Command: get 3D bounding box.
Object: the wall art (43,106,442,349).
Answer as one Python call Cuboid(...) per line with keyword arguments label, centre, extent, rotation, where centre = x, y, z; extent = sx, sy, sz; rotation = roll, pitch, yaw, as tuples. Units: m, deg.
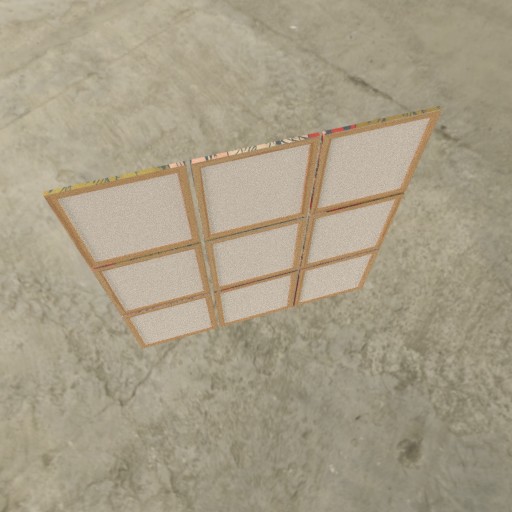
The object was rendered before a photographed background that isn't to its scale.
Cuboid(label="wall art", centre=(0.000, 0.000, 1.360), extent=(0.904, 0.913, 0.013), rotation=(-14, 60, -8))
